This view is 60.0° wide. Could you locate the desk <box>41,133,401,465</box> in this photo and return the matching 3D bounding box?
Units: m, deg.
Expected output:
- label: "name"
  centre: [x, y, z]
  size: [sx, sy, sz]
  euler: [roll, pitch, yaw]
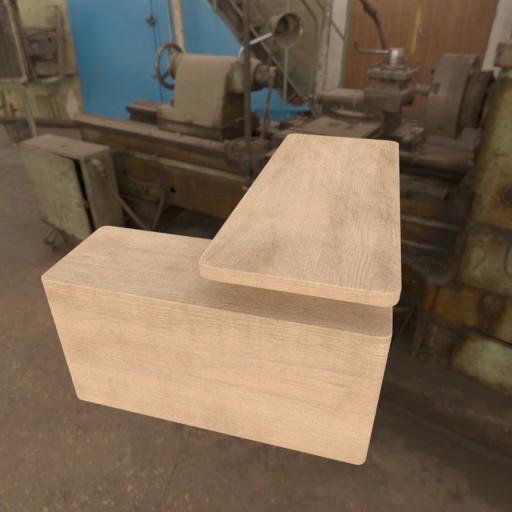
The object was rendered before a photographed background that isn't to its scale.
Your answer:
- label: "desk"
  centre: [0.000, 0.000, 2.081]
  size: [1.175, 0.770, 1.400]
  euler: [8, 32, 13]
